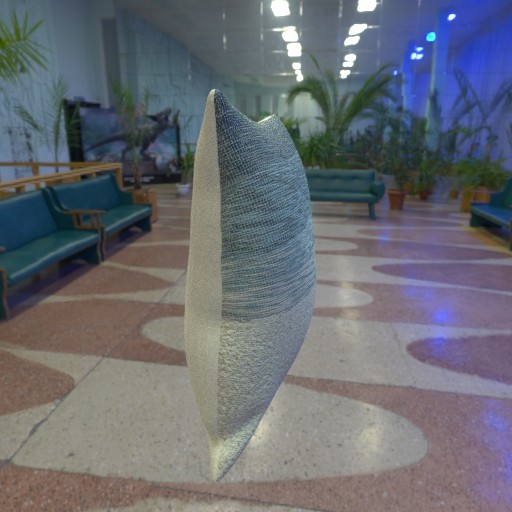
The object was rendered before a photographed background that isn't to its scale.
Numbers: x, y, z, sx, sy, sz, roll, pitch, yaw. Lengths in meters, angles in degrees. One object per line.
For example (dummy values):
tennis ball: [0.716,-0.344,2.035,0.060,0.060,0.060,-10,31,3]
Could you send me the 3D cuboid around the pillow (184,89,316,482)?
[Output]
pillow: [0.000,0.000,0.669,0.182,0.441,0.440,3,16,10]
